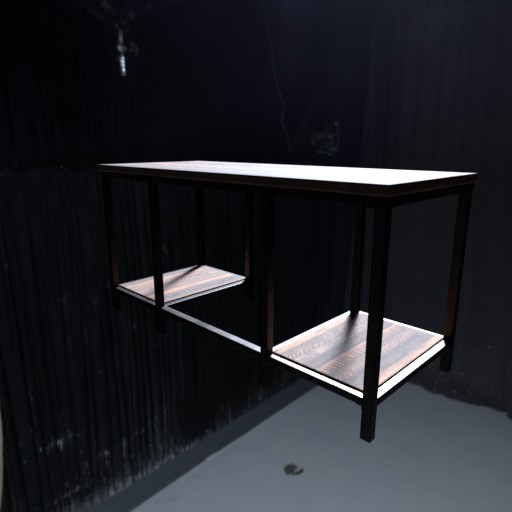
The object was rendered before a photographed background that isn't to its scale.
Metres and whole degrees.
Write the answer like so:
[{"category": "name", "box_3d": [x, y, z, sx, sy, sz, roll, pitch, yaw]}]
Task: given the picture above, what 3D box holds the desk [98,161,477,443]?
[{"category": "desk", "box_3d": [0.000, 0.000, 1.934, 1.538, 0.753, 0.617, 14, 20, 43]}]
